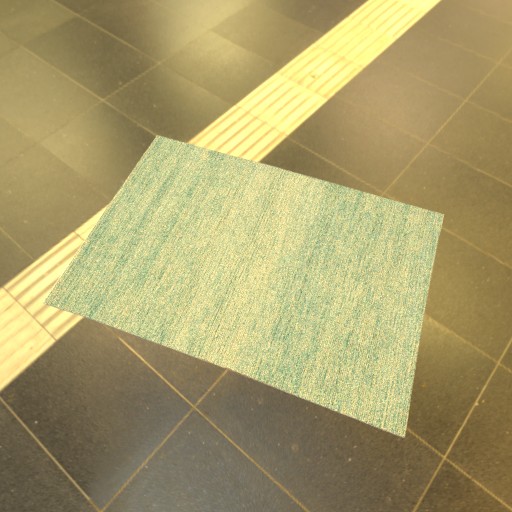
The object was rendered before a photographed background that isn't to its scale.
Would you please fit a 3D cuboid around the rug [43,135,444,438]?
[{"bbox_3d":[0.000,0.000,2.982,2.305,0.029,1.593,18,60,10],"label":"rug"}]
